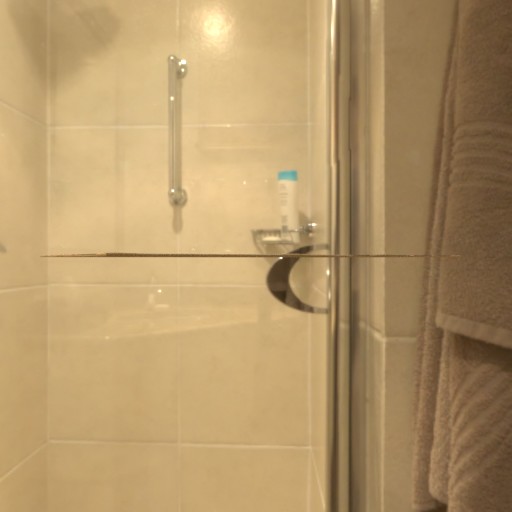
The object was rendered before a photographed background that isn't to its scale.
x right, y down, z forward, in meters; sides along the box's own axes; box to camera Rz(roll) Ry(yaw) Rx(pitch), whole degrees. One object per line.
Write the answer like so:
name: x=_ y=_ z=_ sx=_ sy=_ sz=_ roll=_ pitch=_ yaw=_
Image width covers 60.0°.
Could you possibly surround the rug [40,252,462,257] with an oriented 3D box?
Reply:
rug: x=0.000 y=0.000 z=3.004 sx=2.436 sy=0.015 sz=1.521 roll=0 pitch=0 yaw=-35
